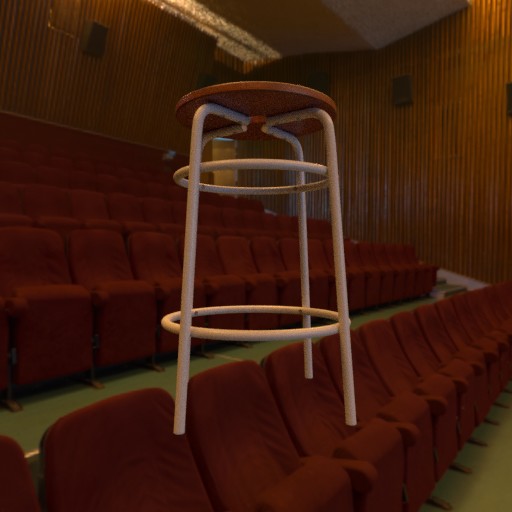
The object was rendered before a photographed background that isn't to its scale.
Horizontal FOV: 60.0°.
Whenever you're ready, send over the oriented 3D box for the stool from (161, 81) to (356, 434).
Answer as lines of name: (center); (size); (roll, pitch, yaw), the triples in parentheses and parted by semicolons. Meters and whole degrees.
stool: (0.000, 0.000, 0.939); (0.455, 0.610, 0.455); (0, 0, 37)
